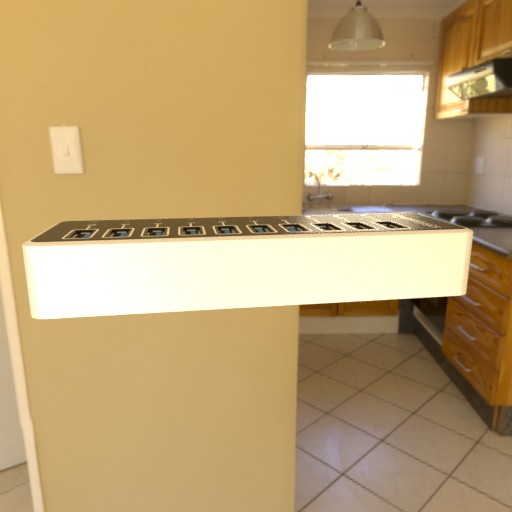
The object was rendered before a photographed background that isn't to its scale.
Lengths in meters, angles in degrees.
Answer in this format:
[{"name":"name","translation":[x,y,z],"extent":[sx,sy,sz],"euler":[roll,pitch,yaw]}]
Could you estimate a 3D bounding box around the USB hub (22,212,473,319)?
[{"name":"USB hub","translation":[0.000,0.000,0.161],"extent":[0.145,0.023,0.044],"euler":[-2,14,-9]}]
